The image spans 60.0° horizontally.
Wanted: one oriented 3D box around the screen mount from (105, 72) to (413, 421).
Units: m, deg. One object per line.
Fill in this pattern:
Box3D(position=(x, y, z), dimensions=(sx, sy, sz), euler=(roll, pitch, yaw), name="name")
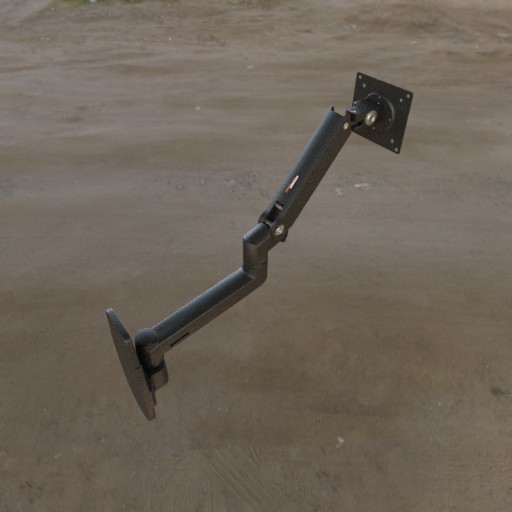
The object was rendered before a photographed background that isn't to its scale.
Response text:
Box3D(position=(0.000, 0.000, 0.733), dimensions=(0.495, 0.466, 0.115), euler=(-26, 47, -26), name="screen mount")
